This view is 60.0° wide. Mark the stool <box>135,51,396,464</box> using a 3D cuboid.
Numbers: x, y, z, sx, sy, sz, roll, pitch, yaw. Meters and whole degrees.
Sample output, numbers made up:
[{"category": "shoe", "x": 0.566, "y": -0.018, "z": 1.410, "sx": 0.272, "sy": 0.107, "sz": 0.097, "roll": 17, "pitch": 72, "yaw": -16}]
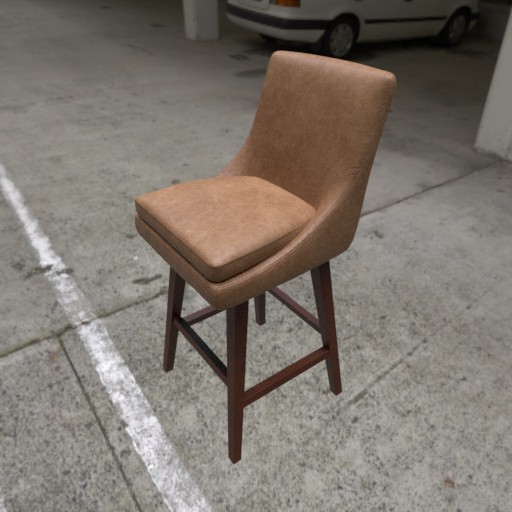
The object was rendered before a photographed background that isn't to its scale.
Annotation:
[{"category": "stool", "x": 0.000, "y": 0.000, "z": 1.369, "sx": 0.572, "sy": 1.079, "sz": 0.487, "roll": -22, "pitch": 39, "yaw": -30}]
